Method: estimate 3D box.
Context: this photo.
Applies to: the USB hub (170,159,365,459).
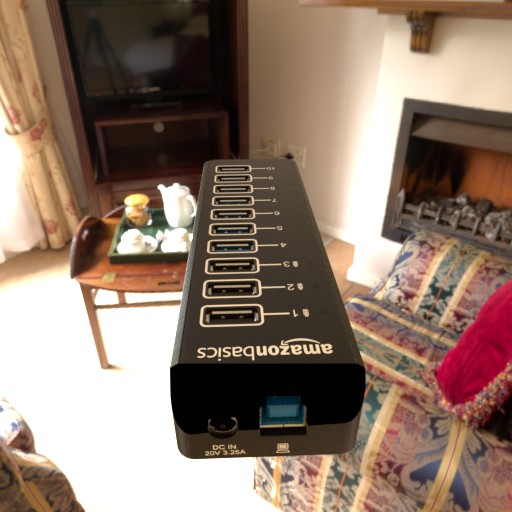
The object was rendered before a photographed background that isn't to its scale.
[{"bbox_3d":[0.000,0.000,0.161,0.044,0.023,0.145,-1,32,-2],"label":"USB hub"}]
